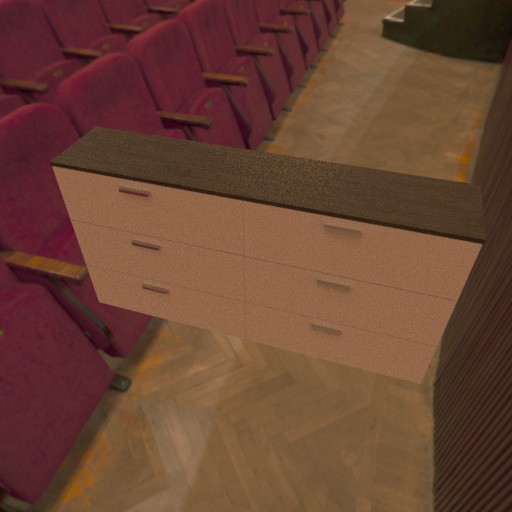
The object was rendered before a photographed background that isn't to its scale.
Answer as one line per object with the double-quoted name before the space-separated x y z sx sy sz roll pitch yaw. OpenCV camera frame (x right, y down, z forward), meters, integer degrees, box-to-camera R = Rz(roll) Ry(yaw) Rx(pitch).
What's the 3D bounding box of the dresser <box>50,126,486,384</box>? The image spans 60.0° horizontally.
"dresser" 0.000 0.000 1.865 1.535 0.790 0.333 12 43 13
